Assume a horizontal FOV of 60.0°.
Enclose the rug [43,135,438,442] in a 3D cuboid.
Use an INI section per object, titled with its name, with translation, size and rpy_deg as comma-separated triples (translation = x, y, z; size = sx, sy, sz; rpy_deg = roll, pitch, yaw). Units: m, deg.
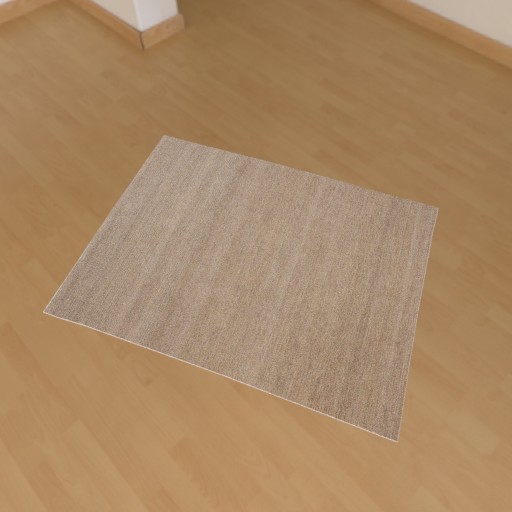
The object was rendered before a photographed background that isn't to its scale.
[rug]
translation = 0.000, 0.000, 4.355
size = 3.245, 0.046, 2.467
rpy_deg = 17, 59, 11
